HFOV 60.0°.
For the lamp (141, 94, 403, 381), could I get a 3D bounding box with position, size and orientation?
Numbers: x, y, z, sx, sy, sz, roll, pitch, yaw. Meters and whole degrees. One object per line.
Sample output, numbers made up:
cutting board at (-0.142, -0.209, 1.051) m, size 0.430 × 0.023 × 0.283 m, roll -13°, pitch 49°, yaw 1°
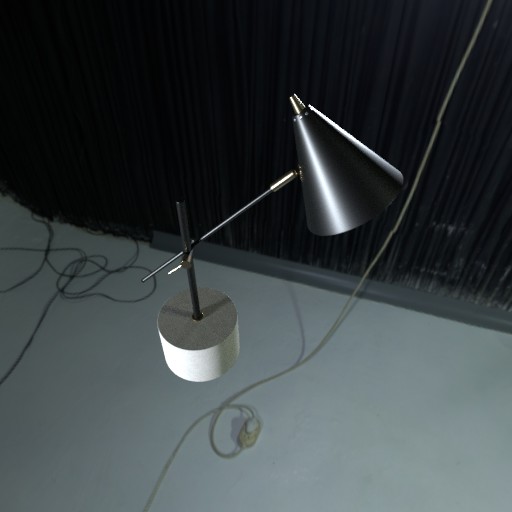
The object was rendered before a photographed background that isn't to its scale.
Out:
lamp at (0.000, 0.000, 0.733) m, size 0.403 × 0.518 × 0.214 m, roll 9°, pitch 45°, yaw 9°
